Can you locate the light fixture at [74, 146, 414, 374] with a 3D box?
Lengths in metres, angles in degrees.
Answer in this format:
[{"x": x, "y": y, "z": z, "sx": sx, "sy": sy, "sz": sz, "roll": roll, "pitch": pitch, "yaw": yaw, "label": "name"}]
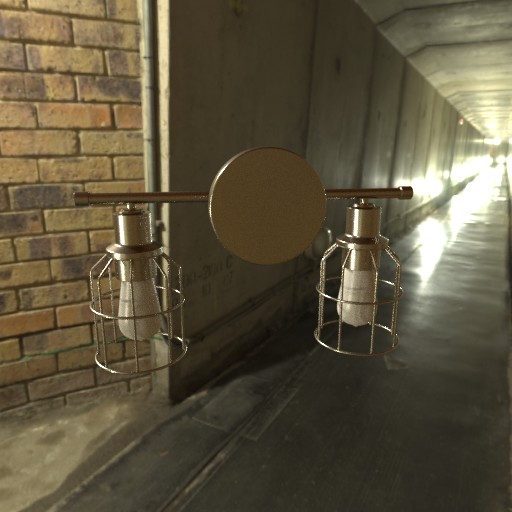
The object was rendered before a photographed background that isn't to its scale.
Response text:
[{"x": 0.000, "y": 0.000, "z": 0.526, "sx": 0.406, "sy": 0.254, "sz": 0.165, "roll": -2, "pitch": 15, "yaw": -9, "label": "light fixture"}]
